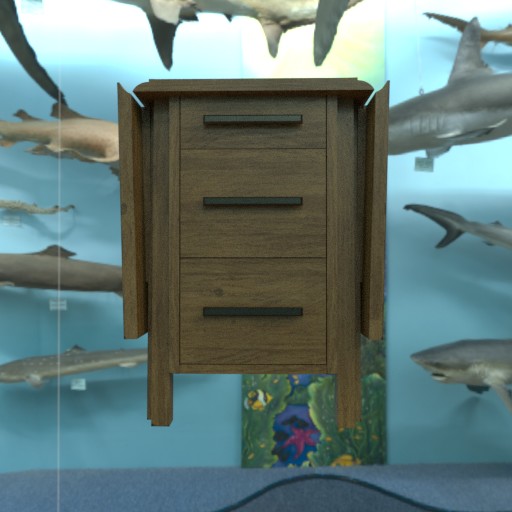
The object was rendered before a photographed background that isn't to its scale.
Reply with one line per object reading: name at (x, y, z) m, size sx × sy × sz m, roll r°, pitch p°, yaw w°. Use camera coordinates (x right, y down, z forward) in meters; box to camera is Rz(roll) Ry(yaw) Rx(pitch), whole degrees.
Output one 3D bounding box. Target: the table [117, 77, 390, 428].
table at (0.000, 0.000, 1.328) m, size 0.591 × 0.763 × 0.746 m, roll 0°, pitch 0°, yaw 1°
